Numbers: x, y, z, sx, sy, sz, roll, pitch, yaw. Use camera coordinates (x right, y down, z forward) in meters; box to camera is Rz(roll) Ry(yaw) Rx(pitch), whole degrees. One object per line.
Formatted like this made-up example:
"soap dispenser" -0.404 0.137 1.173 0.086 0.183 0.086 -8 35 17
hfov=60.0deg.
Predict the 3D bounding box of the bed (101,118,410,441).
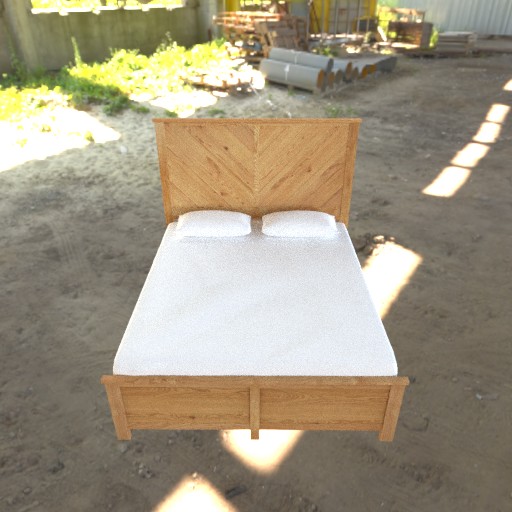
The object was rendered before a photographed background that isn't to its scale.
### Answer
"bed" 0.000 0.000 4.131 2.225 1.938 2.530 0 30 0
